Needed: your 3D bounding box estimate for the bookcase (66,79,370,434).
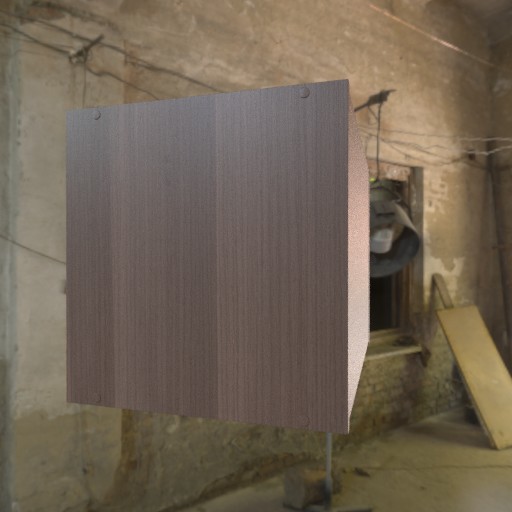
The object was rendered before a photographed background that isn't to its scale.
[{"bbox_3d":[0.000,0.000,0.620,0.290,0.305,0.415,0,0,17],"label":"bookcase"}]
